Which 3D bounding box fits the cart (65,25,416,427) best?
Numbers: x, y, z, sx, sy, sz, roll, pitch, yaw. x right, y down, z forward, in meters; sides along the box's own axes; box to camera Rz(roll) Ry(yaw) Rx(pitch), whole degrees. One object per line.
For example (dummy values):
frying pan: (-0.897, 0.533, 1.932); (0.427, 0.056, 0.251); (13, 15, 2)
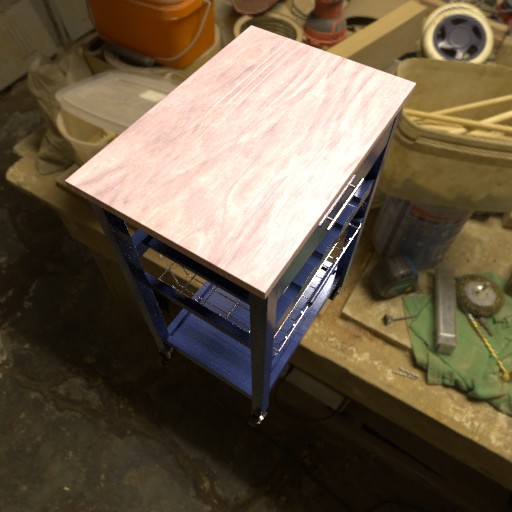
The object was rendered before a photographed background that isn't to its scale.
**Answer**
cart: (0.000, 0.000, 1.165); (0.403, 0.839, 0.584); (28, 61, 18)
